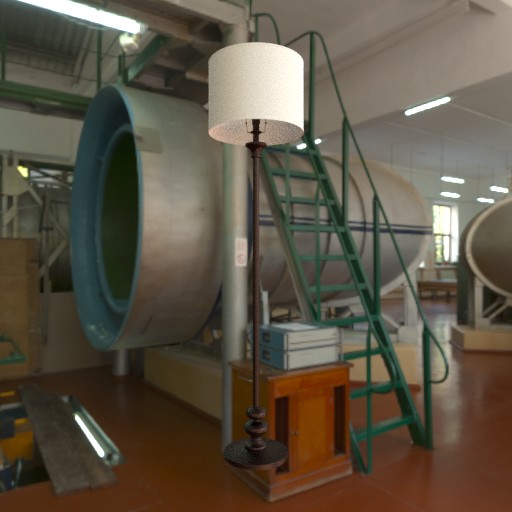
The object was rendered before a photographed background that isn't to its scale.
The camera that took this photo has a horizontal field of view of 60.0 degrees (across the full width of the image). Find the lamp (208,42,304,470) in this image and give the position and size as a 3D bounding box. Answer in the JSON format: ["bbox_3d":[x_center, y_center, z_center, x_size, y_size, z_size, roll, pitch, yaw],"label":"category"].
[{"bbox_3d":[0.000,0.000,1.663,0.356,1.487,0.356,0,0,1],"label":"lamp"}]
